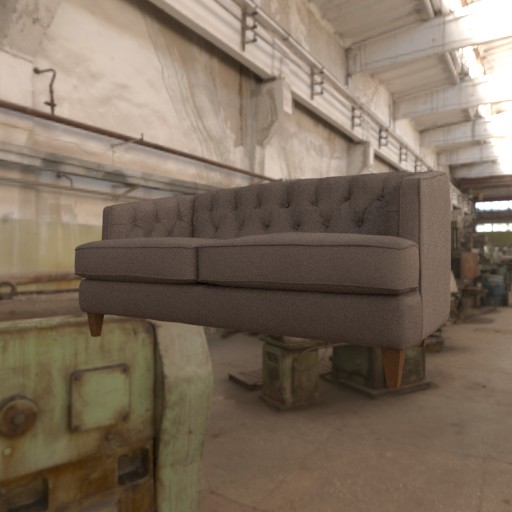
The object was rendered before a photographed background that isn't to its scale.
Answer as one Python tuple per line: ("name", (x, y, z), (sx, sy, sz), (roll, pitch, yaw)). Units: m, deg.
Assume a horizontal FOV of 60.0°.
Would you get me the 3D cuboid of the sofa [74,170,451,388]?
("sofa", (0.000, 0.000, 2.204), (1.733, 0.855, 0.941), (0, 0, 34))
